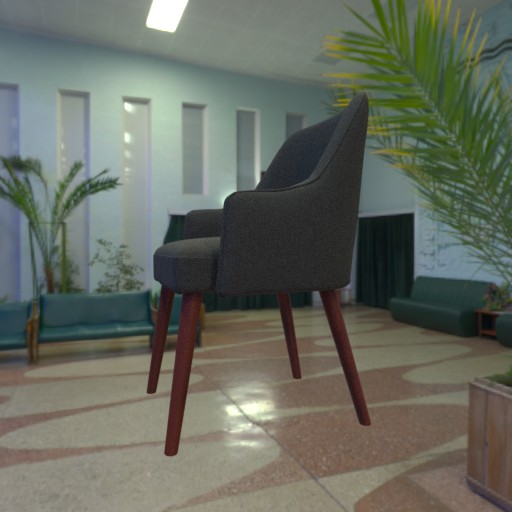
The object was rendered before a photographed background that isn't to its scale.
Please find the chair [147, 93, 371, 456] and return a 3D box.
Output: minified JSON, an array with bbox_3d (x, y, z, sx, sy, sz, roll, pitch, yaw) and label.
[{"bbox_3d":[0.000,0.000,1.231,0.560,0.838,0.559,0,1,-19],"label":"chair"}]
